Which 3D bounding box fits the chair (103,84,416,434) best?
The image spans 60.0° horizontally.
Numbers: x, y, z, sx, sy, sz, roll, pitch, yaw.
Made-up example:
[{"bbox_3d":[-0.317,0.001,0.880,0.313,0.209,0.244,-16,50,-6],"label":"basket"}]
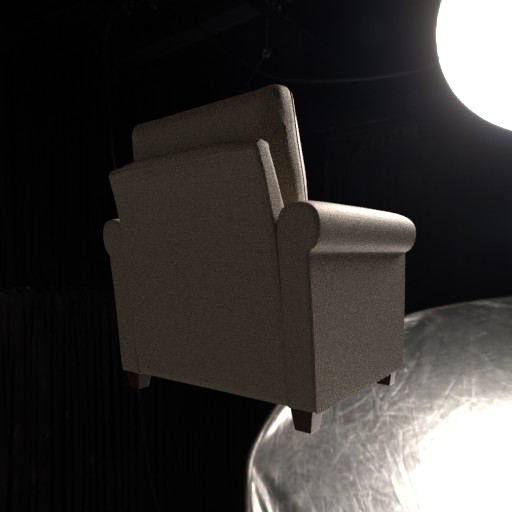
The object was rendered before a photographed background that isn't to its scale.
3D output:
[{"bbox_3d":[0.000,0.000,2.279,1.275,1.349,1.180,-1,-1,37],"label":"chair"}]
